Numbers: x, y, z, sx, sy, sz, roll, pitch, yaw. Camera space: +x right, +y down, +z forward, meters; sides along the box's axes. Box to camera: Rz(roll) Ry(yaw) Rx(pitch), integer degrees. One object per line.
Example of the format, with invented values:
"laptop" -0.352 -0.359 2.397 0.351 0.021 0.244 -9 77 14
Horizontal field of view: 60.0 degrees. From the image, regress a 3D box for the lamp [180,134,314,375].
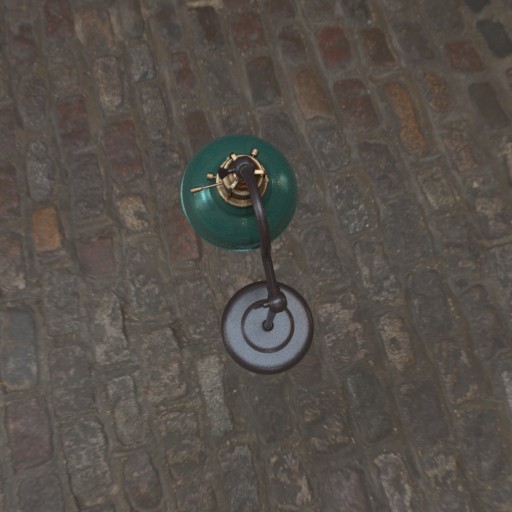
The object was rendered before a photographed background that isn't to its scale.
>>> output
"lamp" 0.000 0.000 0.687 0.192 0.508 0.374 -14 77 -3
